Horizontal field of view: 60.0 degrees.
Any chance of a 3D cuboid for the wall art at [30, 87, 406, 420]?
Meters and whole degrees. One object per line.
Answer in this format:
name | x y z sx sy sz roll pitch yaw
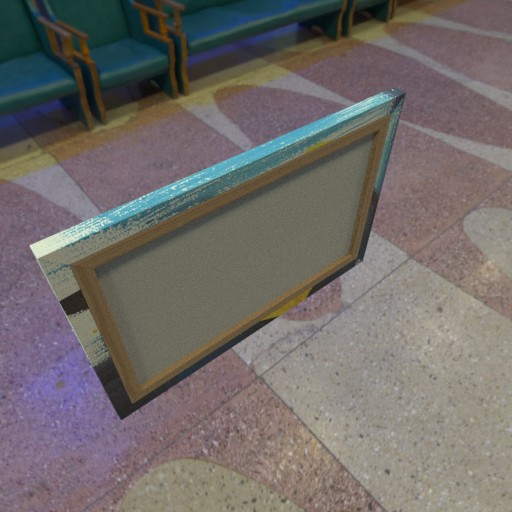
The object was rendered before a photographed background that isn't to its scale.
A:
wall art | 0.000 0.000 1.130 0.914 0.610 0.039 -30 53 -25
